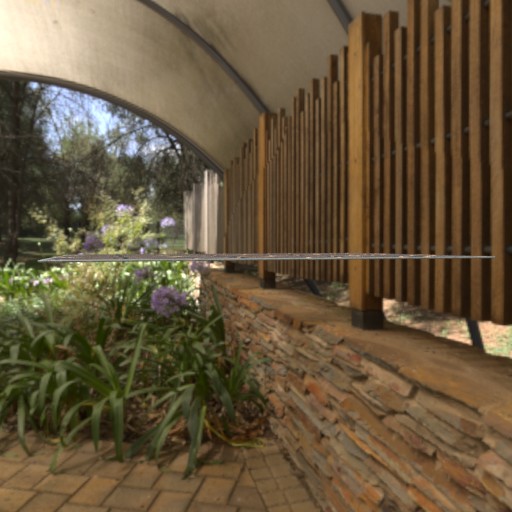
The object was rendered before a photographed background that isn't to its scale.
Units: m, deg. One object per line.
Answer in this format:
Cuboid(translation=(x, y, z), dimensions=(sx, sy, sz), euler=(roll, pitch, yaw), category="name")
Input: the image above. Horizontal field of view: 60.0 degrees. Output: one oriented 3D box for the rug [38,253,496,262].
Cuboid(translation=(0.000, 0.000, 2.779), dimensions=(2.284, 0.008, 1.522), euler=(0, 1, -19), category="rug")
